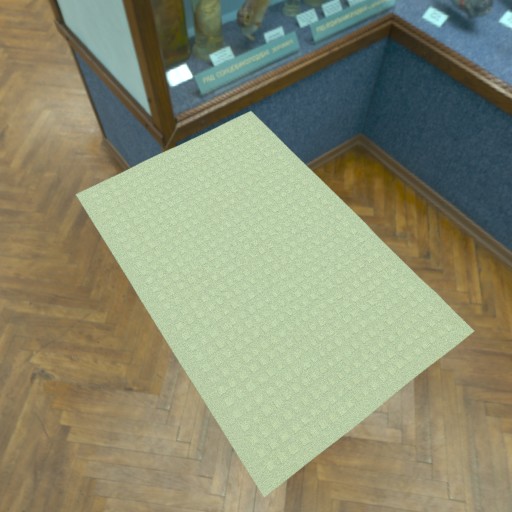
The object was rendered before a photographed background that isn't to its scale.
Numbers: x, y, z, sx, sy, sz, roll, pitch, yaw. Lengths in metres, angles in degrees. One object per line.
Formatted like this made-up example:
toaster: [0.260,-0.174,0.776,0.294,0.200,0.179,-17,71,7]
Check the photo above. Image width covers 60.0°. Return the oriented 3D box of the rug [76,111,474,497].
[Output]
rug: [0.000,0.000,2.167,1.143,0.006,1.747,-31,63,-18]
